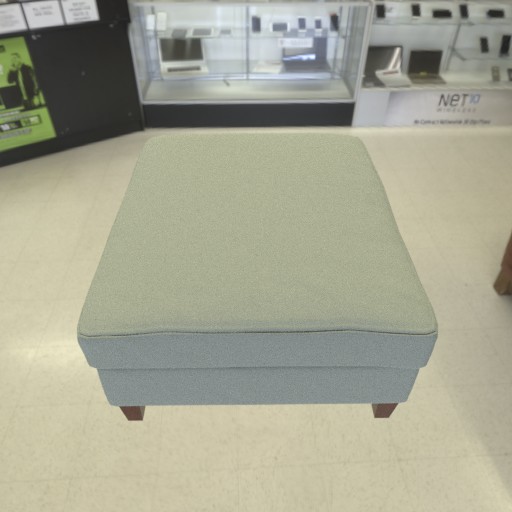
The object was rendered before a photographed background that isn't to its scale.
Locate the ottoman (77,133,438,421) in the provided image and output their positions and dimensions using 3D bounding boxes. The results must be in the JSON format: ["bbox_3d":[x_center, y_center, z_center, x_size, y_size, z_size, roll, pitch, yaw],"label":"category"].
[{"bbox_3d":[0.000,0.000,1.477,0.842,0.494,0.991,0,41,-1],"label":"ottoman"}]
